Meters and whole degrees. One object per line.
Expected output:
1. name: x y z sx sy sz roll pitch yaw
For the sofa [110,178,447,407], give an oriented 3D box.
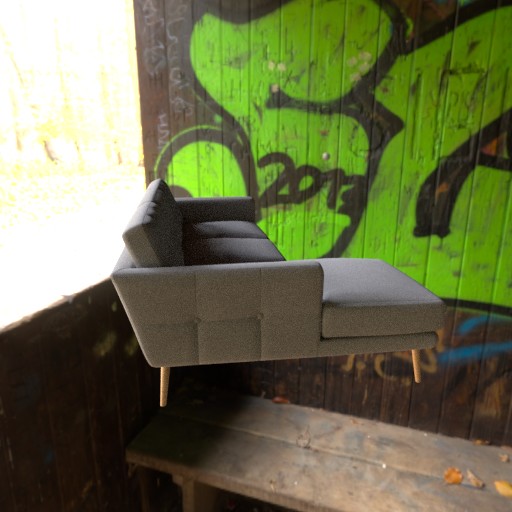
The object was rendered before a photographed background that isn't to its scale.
1. sofa: 0.000 0.000 2.924 1.530 0.860 2.040 -3 16 -9
